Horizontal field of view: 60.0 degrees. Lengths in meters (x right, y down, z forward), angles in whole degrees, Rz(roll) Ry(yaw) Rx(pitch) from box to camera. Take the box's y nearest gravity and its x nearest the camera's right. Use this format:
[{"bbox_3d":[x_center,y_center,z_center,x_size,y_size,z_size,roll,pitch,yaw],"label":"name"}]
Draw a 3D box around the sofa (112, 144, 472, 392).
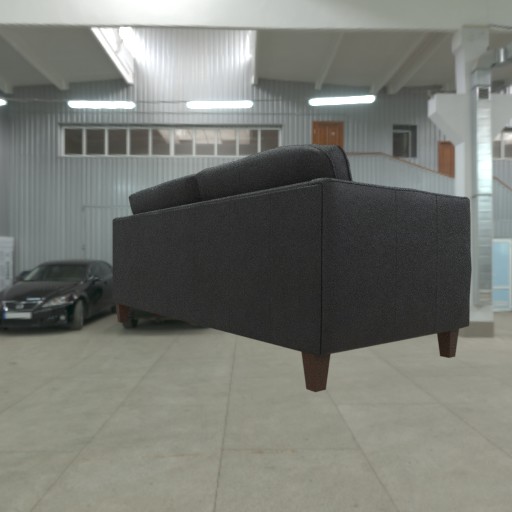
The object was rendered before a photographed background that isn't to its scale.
[{"bbox_3d":[0.000,0.000,2.415,0.933,0.863,1.971,0,0,-36],"label":"sofa"}]
